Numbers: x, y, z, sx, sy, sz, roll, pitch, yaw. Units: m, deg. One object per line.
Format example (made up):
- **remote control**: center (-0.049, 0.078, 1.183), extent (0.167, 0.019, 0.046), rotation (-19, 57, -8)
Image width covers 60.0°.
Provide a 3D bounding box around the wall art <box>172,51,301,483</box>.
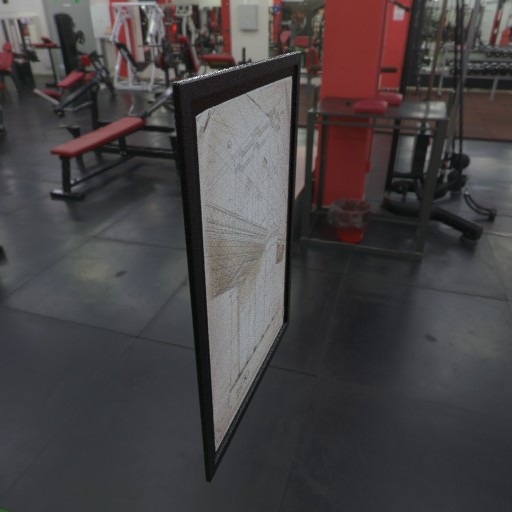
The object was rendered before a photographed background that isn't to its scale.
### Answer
- **wall art**: center (0.000, 0.000, 1.203), extent (0.013, 0.967, 0.707), rotation (10, 30, 18)
